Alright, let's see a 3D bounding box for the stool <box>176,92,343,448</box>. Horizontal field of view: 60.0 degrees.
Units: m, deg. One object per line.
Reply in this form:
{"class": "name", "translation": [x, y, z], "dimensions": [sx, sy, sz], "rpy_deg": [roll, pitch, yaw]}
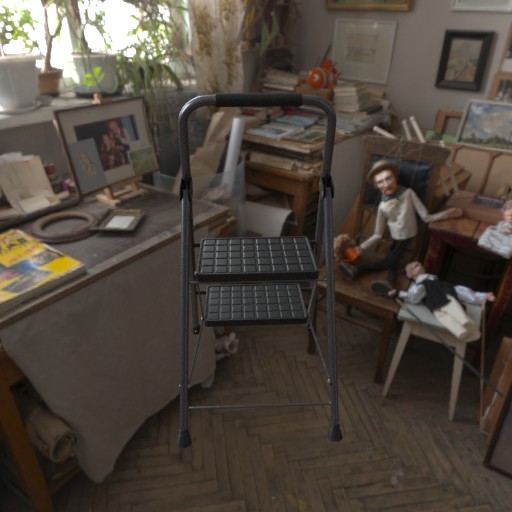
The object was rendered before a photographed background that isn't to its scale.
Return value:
{"class": "stool", "translation": [0.000, 0.000, 1.195], "dimensions": [0.450, 0.872, 0.514], "rpy_deg": [-1, 29, -2]}
